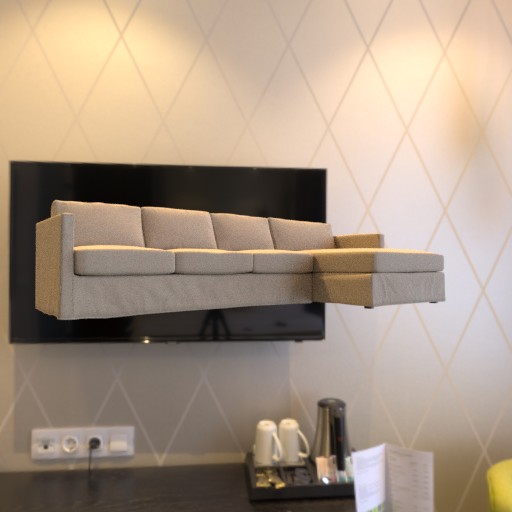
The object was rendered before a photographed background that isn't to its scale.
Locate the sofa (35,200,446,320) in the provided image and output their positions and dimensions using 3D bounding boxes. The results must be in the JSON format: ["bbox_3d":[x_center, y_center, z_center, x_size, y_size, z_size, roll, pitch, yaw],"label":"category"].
[{"bbox_3d":[0.000,0.000,3.810,3.206,0.871,1.622,1,-2,-36],"label":"sofa"}]
